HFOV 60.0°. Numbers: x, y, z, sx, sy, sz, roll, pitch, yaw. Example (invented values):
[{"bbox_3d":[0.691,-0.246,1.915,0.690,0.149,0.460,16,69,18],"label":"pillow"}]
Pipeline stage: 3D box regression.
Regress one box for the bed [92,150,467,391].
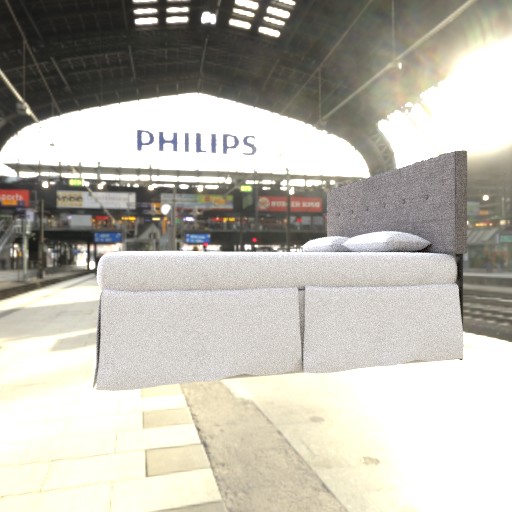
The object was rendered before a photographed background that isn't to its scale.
[{"bbox_3d":[0.000,0.000,2.910,1.958,1.168,1.621,0,0,-17],"label":"bed"}]
